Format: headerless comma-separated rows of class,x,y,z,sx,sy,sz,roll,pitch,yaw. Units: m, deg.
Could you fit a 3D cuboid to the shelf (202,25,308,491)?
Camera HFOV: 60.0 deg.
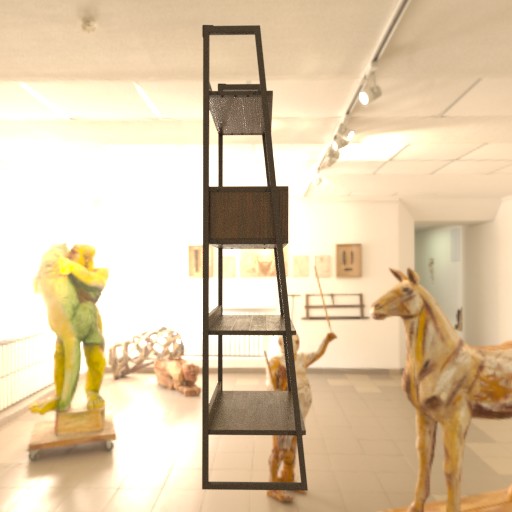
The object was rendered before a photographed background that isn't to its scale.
shelf,0.000,0.000,2.231,0.454,2.005,0.652,0,-1,1
